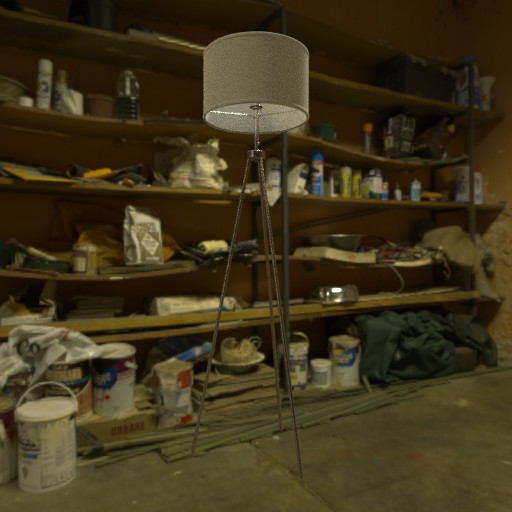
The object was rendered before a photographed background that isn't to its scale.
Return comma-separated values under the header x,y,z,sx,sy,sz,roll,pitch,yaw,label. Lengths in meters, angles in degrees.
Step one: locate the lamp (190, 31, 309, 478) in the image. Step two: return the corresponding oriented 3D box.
x,y,z,sx,sy,sz,roll,pitch,yaw,label
0.000,0.000,1.756,0.448,1.545,0.458,0,1,18,lamp
